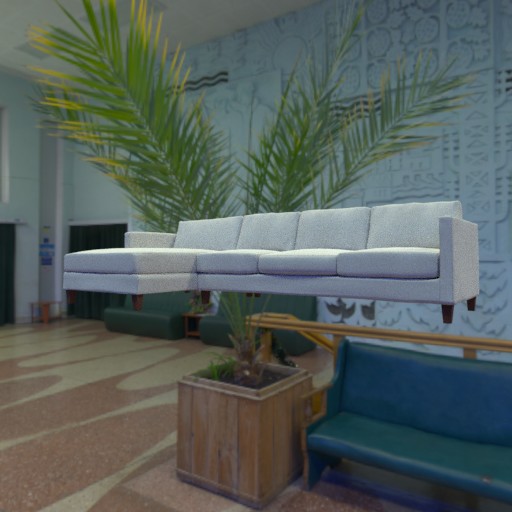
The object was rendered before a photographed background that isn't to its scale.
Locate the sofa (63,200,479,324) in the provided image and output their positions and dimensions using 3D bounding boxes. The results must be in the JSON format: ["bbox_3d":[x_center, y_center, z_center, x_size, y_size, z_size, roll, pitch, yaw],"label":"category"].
[{"bbox_3d":[0.000,0.000,3.758,3.186,0.861,1.625,0,0,35],"label":"sofa"}]
